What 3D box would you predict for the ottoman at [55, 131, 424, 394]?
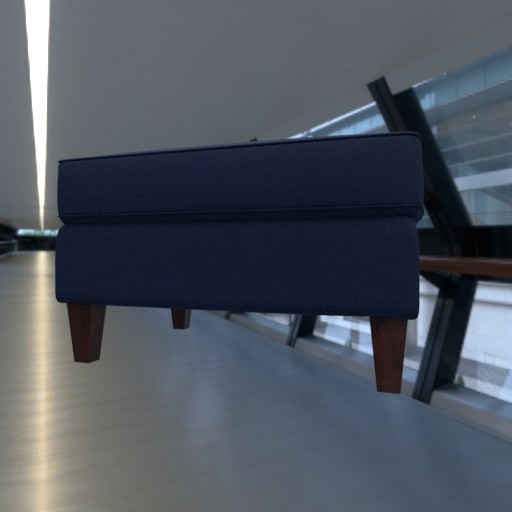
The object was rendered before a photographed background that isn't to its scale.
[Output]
[{"bbox_3d":[0.000,0.000,1.367,0.965,0.584,0.686,0,1,19],"label":"ottoman"}]
